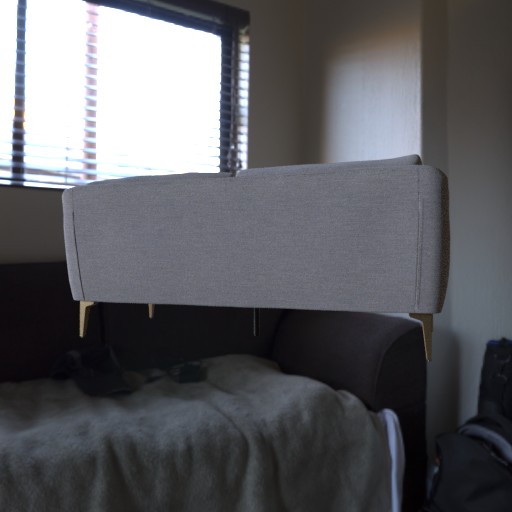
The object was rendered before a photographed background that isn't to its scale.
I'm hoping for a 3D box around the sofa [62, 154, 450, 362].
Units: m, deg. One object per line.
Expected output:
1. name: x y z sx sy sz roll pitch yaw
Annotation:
1. sofa: 0.000 0.000 2.539 2.036 0.913 0.980 0 0 18
